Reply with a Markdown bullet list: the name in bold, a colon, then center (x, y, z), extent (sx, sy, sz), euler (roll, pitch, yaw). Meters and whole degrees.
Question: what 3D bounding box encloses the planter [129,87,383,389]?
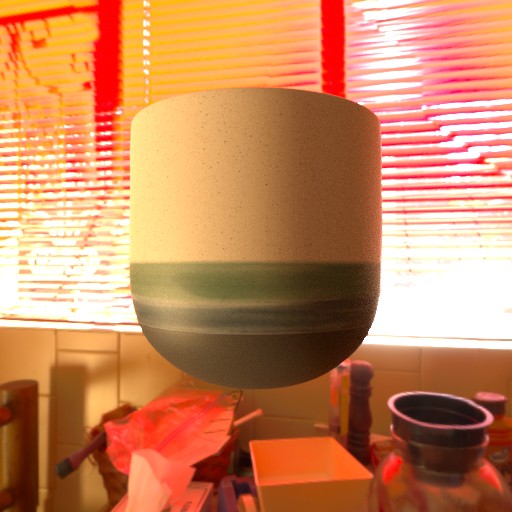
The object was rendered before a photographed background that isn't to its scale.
- **planter**: center (0.000, 0.000, 0.488), extent (0.268, 0.270, 0.268), euler (0, -1, 0)
